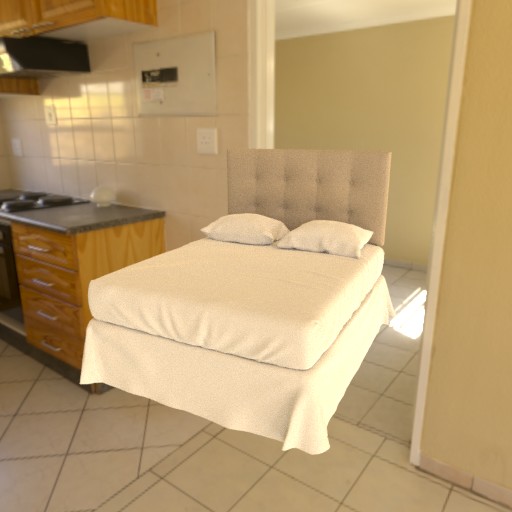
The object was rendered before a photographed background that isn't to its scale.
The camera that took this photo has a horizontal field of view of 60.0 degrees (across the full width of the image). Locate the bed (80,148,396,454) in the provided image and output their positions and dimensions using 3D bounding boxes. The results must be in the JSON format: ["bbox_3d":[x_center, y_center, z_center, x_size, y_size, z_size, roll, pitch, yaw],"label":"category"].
[{"bbox_3d":[0.000,0.000,3.528,1.936,1.577,2.222,8,18,26],"label":"bed"}]
